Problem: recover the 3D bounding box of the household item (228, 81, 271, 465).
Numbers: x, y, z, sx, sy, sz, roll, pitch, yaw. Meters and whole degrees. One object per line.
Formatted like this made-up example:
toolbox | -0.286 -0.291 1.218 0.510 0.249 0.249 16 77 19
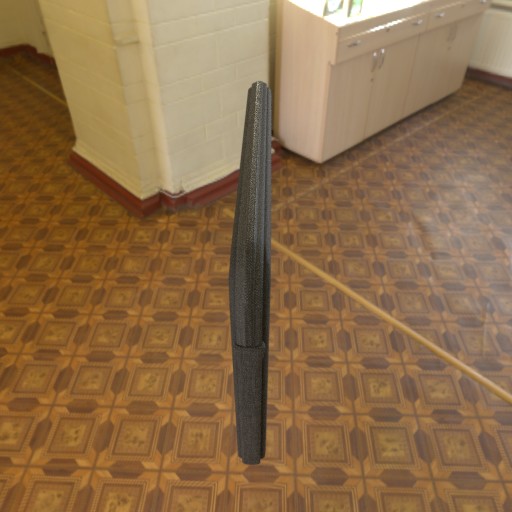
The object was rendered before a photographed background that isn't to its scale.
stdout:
household item | 0.000 0.000 0.529 0.030 0.305 0.396 1 41 1
